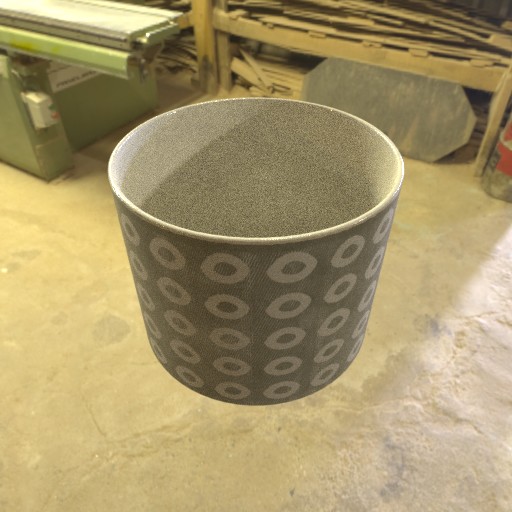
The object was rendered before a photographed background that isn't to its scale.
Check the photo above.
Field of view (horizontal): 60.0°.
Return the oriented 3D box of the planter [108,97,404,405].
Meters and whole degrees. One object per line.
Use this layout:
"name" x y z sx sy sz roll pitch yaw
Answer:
"planter" 0.000 0.000 0.462 0.250 0.239 0.250 0 40 0
